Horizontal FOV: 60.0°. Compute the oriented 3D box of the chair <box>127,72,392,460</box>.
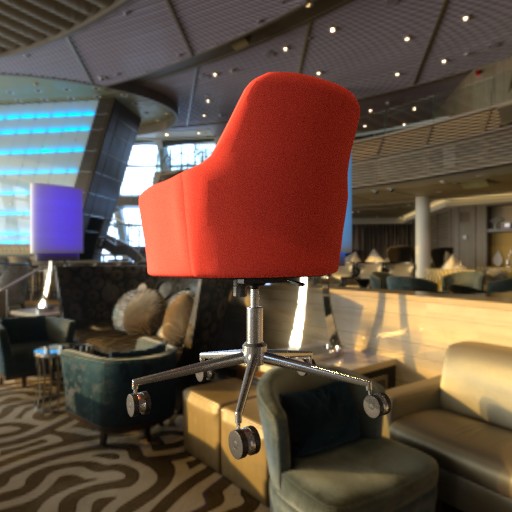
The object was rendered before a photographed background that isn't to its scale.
[{"bbox_3d":[0.000,0.000,1.245,0.655,0.820,0.600,0,0,-36],"label":"chair"}]
